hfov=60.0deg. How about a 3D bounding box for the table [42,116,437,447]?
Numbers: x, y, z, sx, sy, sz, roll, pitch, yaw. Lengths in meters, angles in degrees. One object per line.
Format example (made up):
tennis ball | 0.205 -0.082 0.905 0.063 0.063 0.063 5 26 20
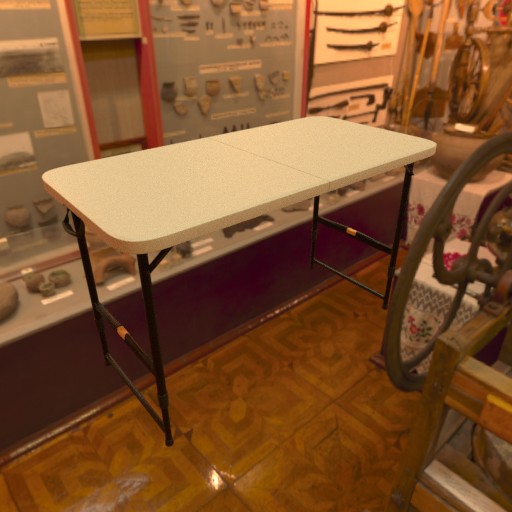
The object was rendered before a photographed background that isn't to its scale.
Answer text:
table | 0.000 0.000 1.611 1.245 0.737 0.611 -22 37 -34
